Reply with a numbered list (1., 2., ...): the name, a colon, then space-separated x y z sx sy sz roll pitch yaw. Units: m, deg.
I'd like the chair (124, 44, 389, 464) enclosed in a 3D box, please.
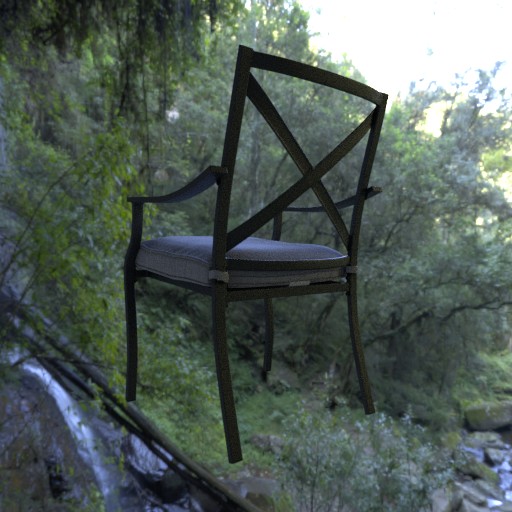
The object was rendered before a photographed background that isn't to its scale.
1. chair: 0.000 0.000 1.280 0.575 0.889 0.620 -1 2 -37
